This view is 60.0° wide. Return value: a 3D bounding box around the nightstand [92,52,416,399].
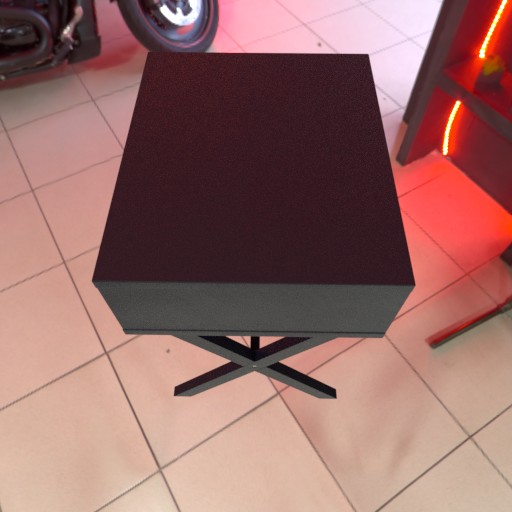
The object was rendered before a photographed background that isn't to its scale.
[{"bbox_3d":[0.000,0.000,0.938,0.402,0.623,0.479,1,57,0],"label":"nightstand"}]
